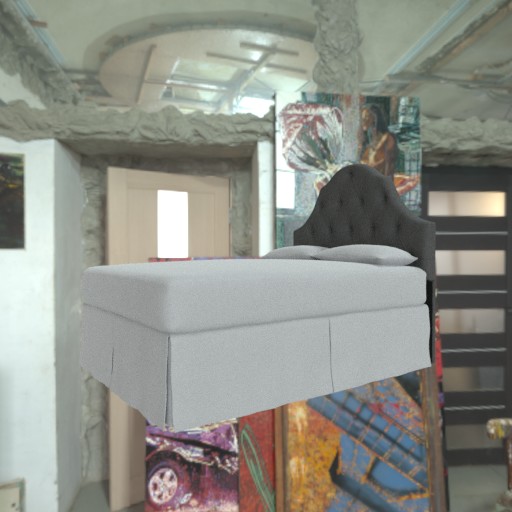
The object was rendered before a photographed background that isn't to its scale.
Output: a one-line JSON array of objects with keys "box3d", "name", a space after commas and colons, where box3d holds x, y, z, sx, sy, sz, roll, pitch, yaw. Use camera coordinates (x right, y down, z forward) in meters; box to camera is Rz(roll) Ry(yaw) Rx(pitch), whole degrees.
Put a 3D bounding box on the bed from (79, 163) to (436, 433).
[{"box3d": [0.000, 0.000, 3.244, 2.155, 1.575, 1.636, -1, 1, -35], "name": "bed"}]
